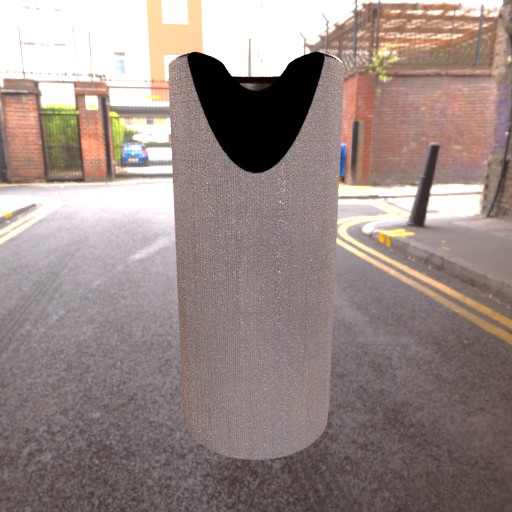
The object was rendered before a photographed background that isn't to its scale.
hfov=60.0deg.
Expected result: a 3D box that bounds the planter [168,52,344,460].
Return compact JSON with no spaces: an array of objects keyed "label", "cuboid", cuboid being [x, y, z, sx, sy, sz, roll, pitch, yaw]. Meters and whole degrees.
[{"label":"planter","cuboid":[0.000,0.000,0.128,0.045,0.103,0.045,7,16,27]}]
